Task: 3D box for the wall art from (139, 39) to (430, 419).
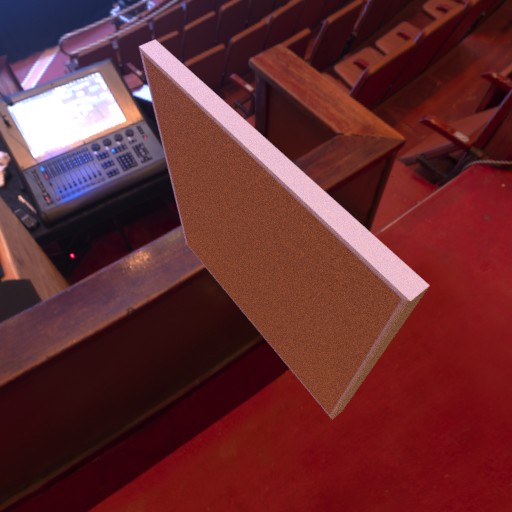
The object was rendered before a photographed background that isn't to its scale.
[{"bbox_3d":[0.000,0.000,1.119,0.041,0.765,0.768,-33,64,-19],"label":"wall art"}]
